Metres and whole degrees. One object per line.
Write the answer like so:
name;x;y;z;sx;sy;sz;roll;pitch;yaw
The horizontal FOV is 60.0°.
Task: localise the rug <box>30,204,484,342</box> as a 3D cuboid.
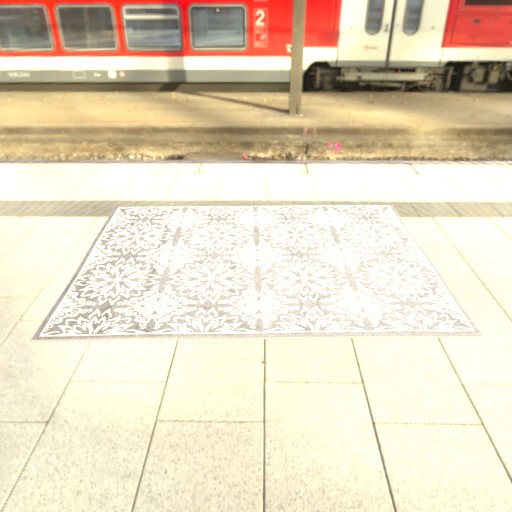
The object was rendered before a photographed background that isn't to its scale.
rug;0.000;0.000;2.854;2.213;0.014;1.608;0;30;-1
